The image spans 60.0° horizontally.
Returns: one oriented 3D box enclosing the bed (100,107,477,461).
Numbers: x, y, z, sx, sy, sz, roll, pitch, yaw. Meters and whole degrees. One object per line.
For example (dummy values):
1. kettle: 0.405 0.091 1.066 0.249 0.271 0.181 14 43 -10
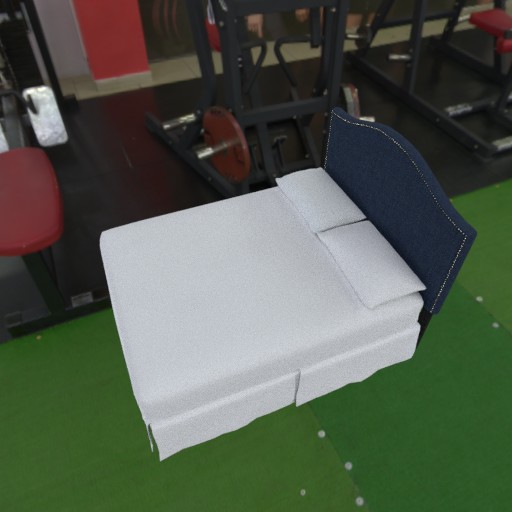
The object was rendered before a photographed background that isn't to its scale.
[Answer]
1. bed: 0.000 0.000 3.233 2.153 1.518 1.725 -16 48 -15
